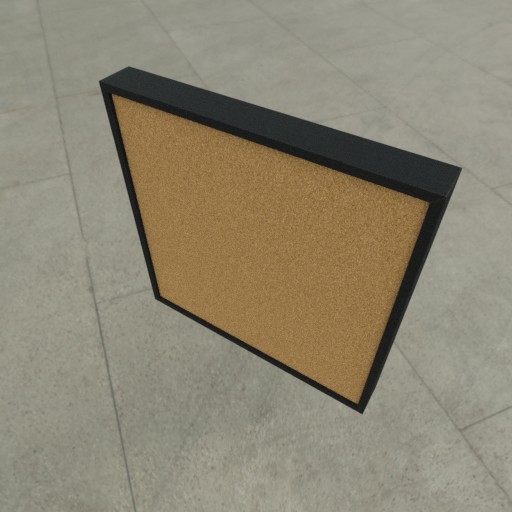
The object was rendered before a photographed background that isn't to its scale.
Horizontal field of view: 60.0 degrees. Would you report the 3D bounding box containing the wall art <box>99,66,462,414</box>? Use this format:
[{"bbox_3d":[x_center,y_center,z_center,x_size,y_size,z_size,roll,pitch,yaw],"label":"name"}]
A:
[{"bbox_3d":[0.000,0.000,0.453,0.305,0.305,0.037,25,51,22],"label":"wall art"}]
